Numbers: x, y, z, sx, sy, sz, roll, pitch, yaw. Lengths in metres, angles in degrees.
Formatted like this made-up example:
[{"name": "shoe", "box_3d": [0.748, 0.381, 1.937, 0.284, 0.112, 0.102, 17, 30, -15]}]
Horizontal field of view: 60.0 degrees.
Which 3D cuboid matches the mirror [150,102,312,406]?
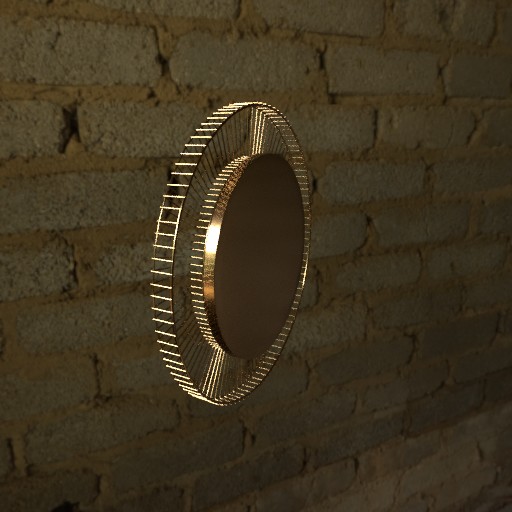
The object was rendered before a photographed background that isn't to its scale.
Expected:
[{"name": "mirror", "box_3d": [0.000, 0.000, 1.074, 0.067, 0.703, 0.703, 8, 18, 26]}]
